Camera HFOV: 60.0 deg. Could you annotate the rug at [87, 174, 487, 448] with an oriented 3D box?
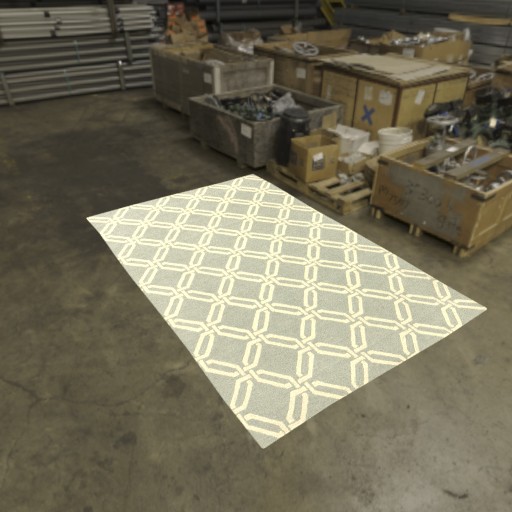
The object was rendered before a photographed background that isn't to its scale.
[{"bbox_3d":[0.000,0.000,2.172,1.148,0.010,1.754,-20,38,-28],"label":"rug"}]
